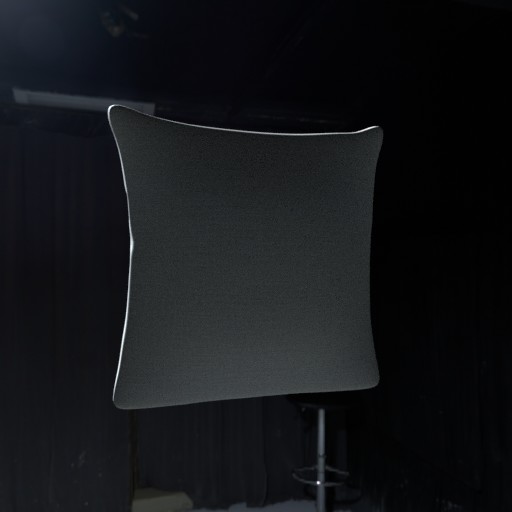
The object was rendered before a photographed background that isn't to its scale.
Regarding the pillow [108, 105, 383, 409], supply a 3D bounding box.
[{"bbox_3d":[0.000,0.000,0.711,0.451,0.449,0.191,0,0,-16],"label":"pillow"}]
